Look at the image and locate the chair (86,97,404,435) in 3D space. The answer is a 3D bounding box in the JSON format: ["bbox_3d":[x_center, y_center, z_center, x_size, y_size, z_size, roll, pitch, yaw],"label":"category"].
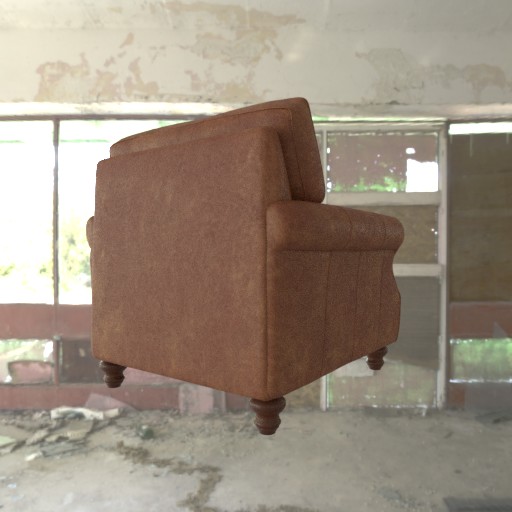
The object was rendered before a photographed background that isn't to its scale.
[{"bbox_3d":[0.000,0.000,1.762,0.983,0.962,0.986,1,1,36],"label":"chair"}]
